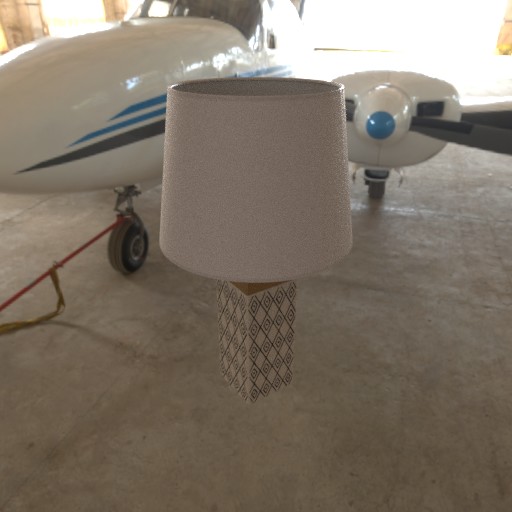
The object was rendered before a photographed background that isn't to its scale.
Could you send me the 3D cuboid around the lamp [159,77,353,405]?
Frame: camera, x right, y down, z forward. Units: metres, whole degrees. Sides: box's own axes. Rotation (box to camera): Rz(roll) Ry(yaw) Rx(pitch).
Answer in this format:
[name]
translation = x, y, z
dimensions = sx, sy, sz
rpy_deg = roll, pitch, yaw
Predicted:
[lamp]
translation = 0.000, 0.000, 0.602
dimensions = 0.251, 0.435, 0.251
rpy_deg = 0, 27, 0
